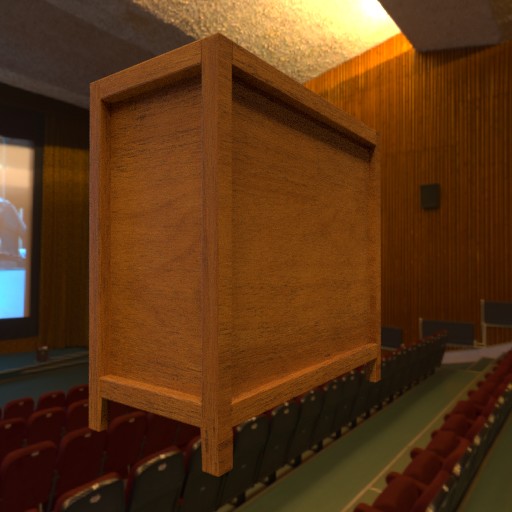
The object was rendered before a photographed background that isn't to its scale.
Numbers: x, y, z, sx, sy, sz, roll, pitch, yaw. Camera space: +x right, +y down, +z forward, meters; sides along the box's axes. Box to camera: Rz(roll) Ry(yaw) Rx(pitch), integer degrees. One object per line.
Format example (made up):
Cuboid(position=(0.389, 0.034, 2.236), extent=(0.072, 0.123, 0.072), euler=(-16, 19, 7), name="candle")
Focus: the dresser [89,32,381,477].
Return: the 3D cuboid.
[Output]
Cuboid(position=(0.000, 0.000, 1.245), extent=(0.427, 0.804, 0.804), euler=(0, -1, 36), name="dresser")
